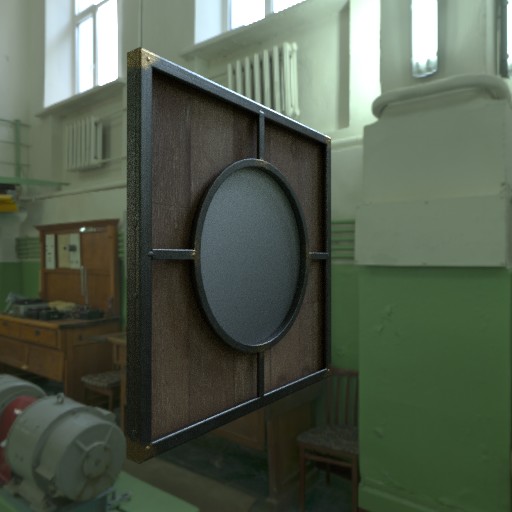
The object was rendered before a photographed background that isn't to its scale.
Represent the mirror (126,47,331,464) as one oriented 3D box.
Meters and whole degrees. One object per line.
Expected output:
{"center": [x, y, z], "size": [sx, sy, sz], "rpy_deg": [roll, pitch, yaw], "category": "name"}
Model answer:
{"center": [0.000, 0.000, 0.563], "size": [0.020, 0.381, 0.382], "rpy_deg": [0, 0, 37], "category": "mirror"}
